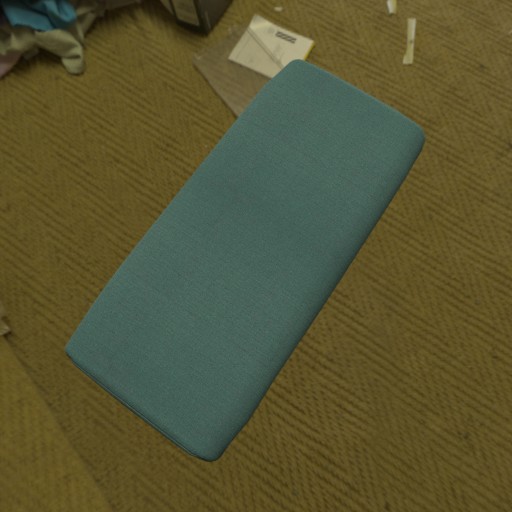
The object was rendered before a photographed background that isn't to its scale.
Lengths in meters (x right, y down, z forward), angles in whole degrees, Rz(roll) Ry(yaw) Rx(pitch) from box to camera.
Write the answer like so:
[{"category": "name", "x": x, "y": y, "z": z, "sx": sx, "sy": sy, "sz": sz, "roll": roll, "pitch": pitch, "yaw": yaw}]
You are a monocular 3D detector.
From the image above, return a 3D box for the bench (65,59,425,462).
[{"category": "bench", "x": 0.000, "y": 0.000, "z": 1.284, "sx": 0.476, "sy": 0.474, "sz": 0.995, "roll": 34, "pitch": 77, "yaw": 9}]
